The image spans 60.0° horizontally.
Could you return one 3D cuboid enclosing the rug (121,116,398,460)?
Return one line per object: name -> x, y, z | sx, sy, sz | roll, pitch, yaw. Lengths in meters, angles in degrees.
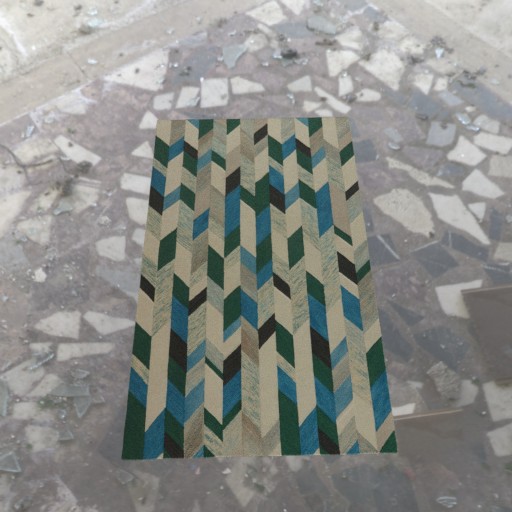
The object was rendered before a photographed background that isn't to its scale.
rug -> 0.000, 0.000, 2.932 | 1.507, 0.007, 2.433 | -1, 63, 0
